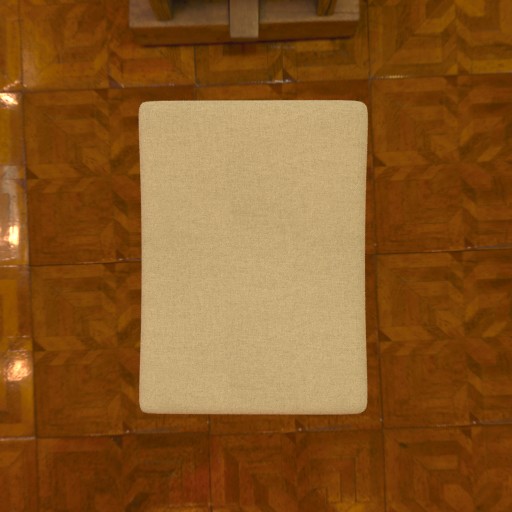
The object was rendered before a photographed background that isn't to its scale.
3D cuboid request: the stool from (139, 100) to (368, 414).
[{"bbox_3d":[0.000,0.000,1.019,0.358,0.759,0.498,0,90,1],"label":"stool"}]
